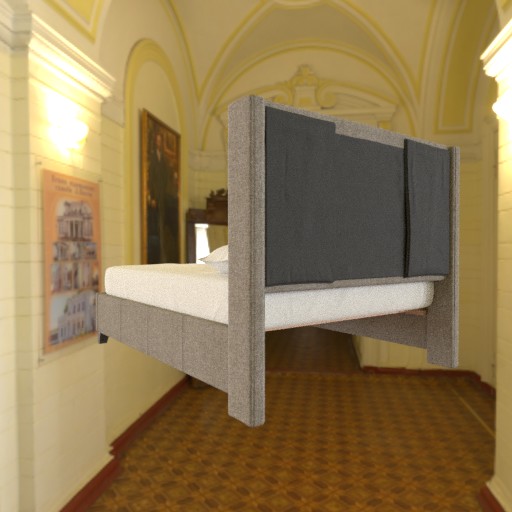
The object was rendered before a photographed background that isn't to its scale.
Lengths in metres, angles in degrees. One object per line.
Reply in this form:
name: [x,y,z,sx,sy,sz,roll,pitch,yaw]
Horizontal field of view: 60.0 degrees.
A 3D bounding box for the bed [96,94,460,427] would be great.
bed: [0.000,0.000,3.335,1.714,1.481,2.245,-1,1,-36]
